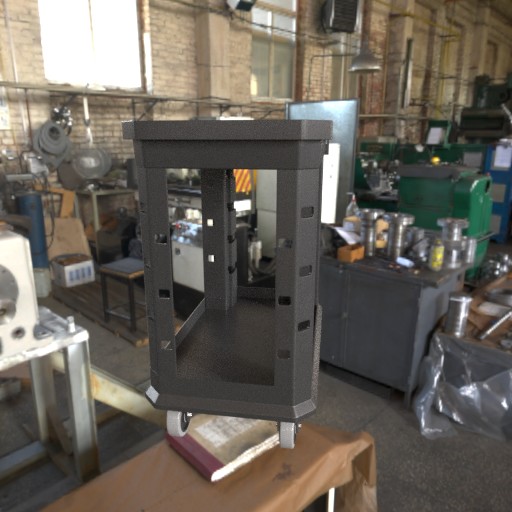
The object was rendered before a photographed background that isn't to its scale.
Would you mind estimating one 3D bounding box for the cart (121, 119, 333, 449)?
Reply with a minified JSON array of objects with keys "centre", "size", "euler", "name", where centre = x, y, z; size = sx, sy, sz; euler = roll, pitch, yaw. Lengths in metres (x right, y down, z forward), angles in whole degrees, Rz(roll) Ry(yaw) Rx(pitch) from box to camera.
[{"centre":[0.000,0.000,1.571],"size":[0.497,0.884,1.061],"euler":[2,15,9],"name":"cart"}]
